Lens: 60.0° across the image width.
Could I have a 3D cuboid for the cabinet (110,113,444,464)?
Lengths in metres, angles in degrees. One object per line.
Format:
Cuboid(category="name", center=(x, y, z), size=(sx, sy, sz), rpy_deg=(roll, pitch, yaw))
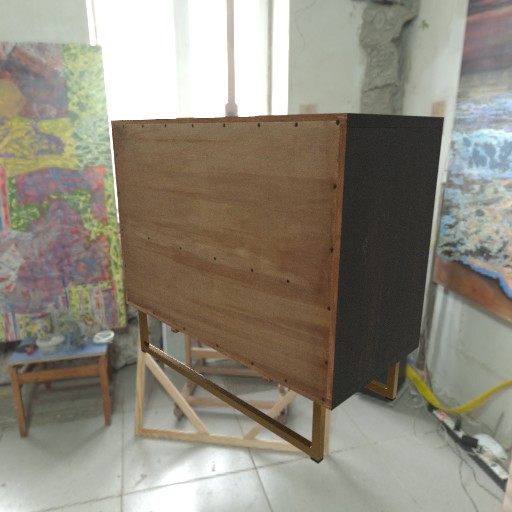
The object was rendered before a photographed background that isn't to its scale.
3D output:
Cuboid(category="cabinet", center=(0.000, 0.000, 1.453), size=(0.950, 0.860, 0.451), rpy_deg=(15, 22, 43))
